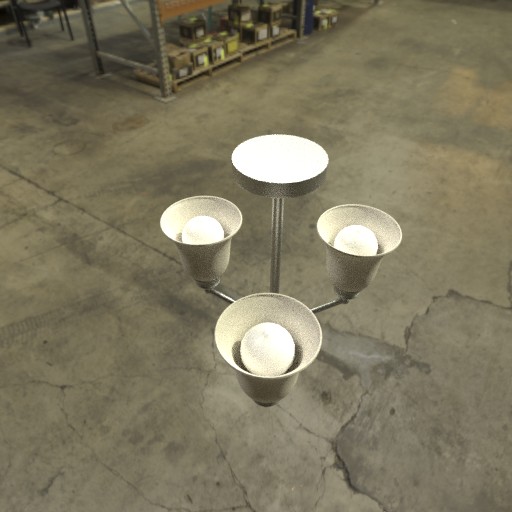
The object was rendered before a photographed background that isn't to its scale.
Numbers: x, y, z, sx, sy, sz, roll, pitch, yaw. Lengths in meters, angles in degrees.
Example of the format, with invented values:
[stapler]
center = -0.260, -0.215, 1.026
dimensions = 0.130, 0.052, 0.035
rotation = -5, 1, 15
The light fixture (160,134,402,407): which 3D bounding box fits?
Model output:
[light fixture]
center = 0.000, 0.000, 0.692
dimensions = 0.354, 0.370, 0.388
rotation = 26, 48, 26
